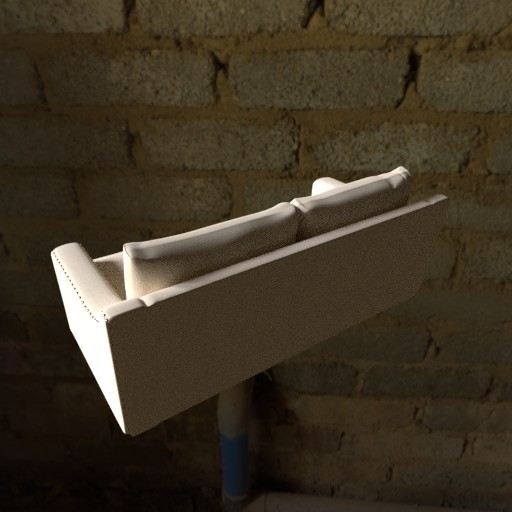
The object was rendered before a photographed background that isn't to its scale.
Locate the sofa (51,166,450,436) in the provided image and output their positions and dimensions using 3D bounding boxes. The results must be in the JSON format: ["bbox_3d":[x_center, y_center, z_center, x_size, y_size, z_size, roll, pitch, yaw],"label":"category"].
[{"bbox_3d":[0.000,0.000,2.323,1.812,0.830,0.949,-19,35,-29],"label":"sofa"}]
